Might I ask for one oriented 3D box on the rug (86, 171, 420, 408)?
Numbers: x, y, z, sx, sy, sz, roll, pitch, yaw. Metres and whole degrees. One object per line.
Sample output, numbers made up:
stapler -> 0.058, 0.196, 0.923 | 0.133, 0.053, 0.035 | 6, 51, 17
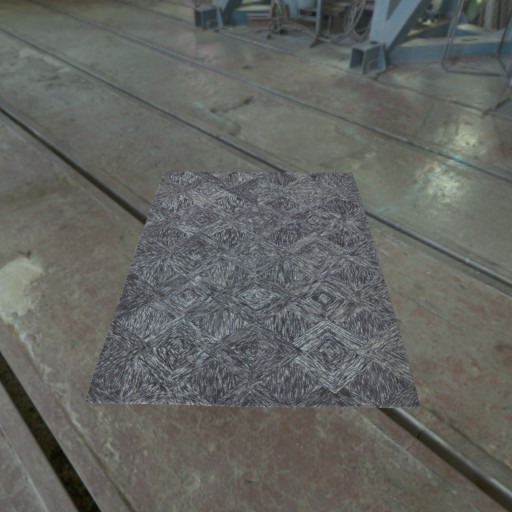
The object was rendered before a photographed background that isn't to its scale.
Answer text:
rug -> 0.000, 0.000, 5.459 | 2.997, 0.020, 4.093 | 1, 41, 1
